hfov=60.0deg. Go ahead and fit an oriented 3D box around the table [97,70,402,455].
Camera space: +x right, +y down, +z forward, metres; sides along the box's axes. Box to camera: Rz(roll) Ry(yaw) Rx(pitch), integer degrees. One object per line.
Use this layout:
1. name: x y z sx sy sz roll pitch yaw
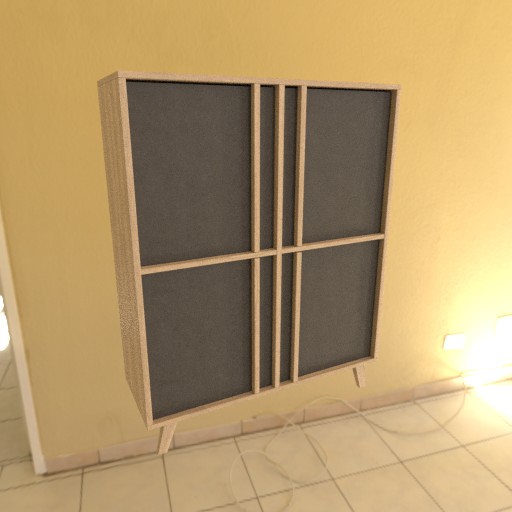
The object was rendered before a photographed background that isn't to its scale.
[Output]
1. table: 0.000 0.000 1.903 1.111 1.388 0.398 -8 19 -26
